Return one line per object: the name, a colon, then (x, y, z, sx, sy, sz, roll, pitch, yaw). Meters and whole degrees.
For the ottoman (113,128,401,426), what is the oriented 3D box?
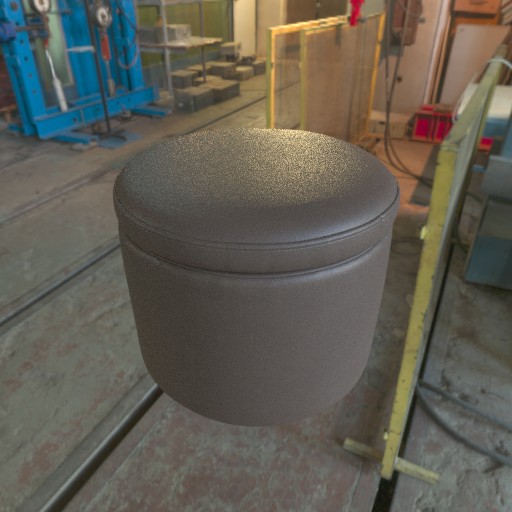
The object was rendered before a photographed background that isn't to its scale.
ottoman: (0.000, 0.000, 0.878, 0.500, 0.409, 0.500, 0, 32, 0)
